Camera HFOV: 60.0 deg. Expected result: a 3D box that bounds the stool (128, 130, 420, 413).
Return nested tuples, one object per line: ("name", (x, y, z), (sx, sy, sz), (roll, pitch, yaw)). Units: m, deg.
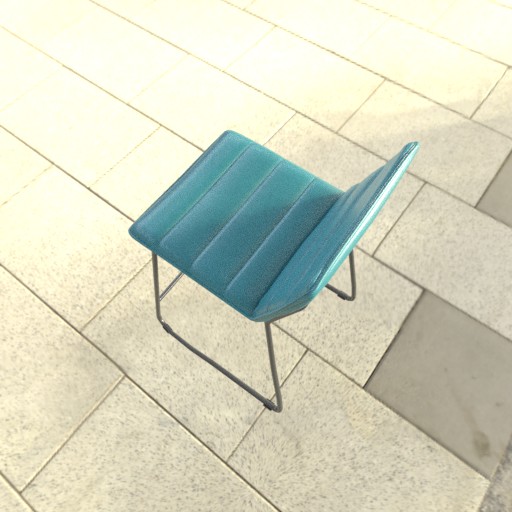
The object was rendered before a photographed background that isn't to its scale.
("stool", (0.000, 0.000, 1.190), (0.524, 0.866, 0.489), (32, 67, 16))
